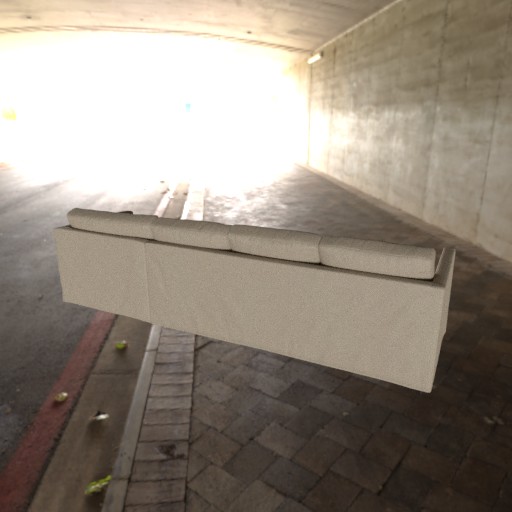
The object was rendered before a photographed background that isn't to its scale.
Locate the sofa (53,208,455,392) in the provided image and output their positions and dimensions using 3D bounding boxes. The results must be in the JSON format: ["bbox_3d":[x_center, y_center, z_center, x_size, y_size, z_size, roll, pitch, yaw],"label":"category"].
[{"bbox_3d":[0.000,0.000,3.927,3.206,0.871,1.622,8,19,25],"label":"sofa"}]
